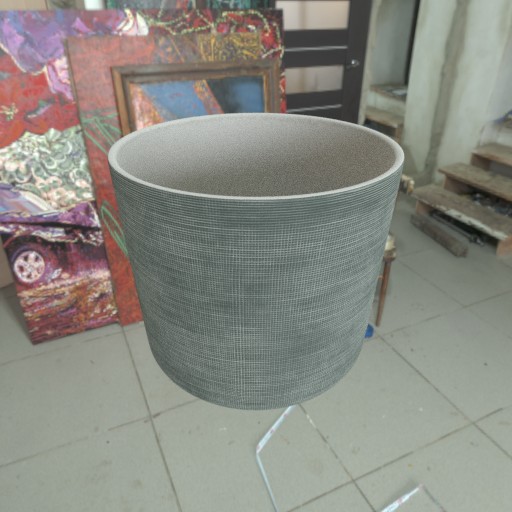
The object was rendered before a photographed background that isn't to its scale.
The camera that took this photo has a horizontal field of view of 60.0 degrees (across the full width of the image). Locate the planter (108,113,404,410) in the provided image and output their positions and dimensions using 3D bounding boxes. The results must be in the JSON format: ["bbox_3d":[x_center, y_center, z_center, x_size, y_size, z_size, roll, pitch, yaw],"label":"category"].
[{"bbox_3d":[0.000,0.000,0.781,0.440,0.398,0.440,0,30,0],"label":"planter"}]
